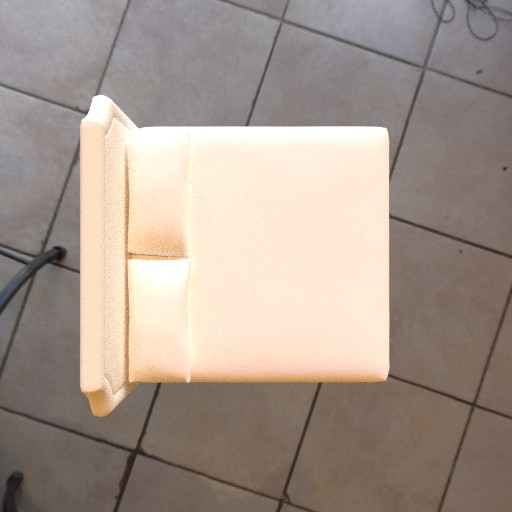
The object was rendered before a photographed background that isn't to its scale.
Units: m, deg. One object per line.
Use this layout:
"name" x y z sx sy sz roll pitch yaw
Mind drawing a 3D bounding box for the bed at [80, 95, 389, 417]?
"bed" 0.000 0.000 3.387 2.204 1.301 2.160 0 90 0
